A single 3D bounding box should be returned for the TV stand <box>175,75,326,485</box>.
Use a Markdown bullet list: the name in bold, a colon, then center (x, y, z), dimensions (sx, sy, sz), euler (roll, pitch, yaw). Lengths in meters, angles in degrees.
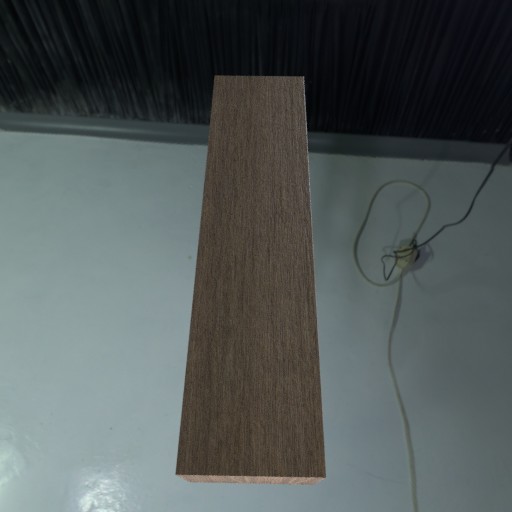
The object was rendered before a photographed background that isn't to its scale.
- **TV stand**: center (0.000, 0.000, 1.627), dimensions (0.366, 0.409, 1.482), euler (1, 59, 1)
